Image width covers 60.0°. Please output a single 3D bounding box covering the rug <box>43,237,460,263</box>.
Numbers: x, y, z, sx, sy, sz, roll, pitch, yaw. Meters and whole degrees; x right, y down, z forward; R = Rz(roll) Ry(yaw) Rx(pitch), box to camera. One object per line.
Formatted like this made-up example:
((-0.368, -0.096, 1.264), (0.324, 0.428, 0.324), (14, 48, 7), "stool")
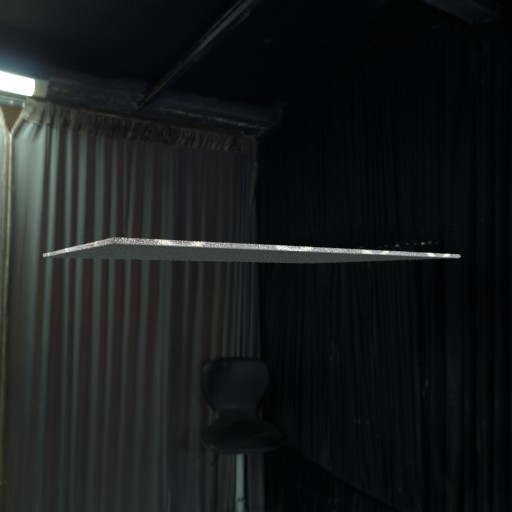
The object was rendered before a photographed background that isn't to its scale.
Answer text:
((0.000, 0.000, 2.940), (2.348, 0.025, 1.501), (2, -3, -35), "rug")
